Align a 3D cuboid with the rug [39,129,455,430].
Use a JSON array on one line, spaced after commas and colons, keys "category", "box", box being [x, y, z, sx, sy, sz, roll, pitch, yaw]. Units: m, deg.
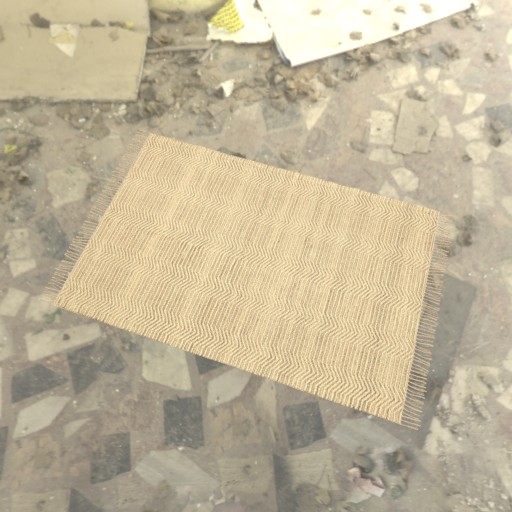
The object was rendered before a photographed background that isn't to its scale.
[{"category": "rug", "box": [0.000, 0.000, 2.439, 2.021, 0.027, 1.224, 17, 65, 8]}]
